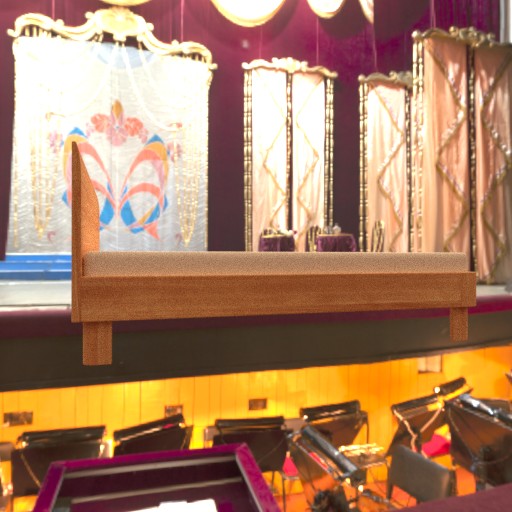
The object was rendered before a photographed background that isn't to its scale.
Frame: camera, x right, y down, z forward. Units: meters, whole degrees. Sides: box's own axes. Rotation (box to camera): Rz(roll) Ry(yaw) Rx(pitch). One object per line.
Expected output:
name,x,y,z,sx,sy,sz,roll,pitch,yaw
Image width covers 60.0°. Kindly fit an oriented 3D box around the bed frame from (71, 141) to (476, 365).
bed frame,0.000,0.000,2.920,2.092,0.940,1.660,0,0,-17
